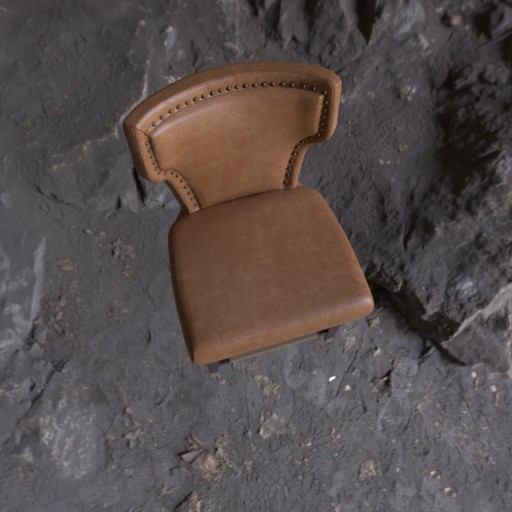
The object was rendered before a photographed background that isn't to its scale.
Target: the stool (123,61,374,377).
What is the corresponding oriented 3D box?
[{"bbox_3d":[0.000,0.000,1.355,0.526,0.982,0.563,-15,65,-7],"label":"stool"}]
